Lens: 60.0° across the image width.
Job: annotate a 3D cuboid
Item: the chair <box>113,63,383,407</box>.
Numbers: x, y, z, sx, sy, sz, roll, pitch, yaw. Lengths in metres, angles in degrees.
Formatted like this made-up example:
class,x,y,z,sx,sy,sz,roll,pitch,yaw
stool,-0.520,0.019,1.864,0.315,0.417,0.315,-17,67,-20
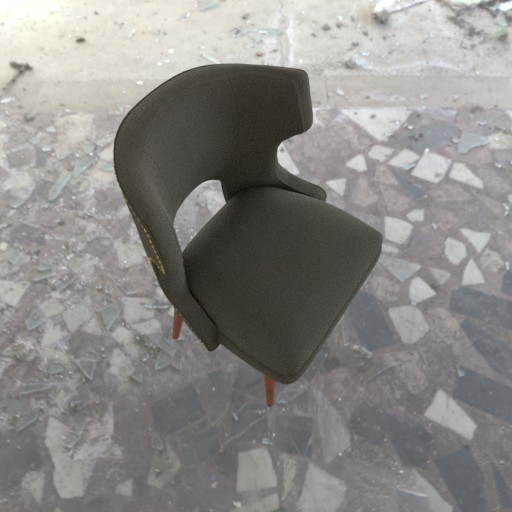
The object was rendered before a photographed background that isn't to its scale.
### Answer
class,x,y,z,sx,sy,sz,roll,pitch,yaw
chair,0.000,0.000,1.260,0.581,0.863,0.595,31,63,18
